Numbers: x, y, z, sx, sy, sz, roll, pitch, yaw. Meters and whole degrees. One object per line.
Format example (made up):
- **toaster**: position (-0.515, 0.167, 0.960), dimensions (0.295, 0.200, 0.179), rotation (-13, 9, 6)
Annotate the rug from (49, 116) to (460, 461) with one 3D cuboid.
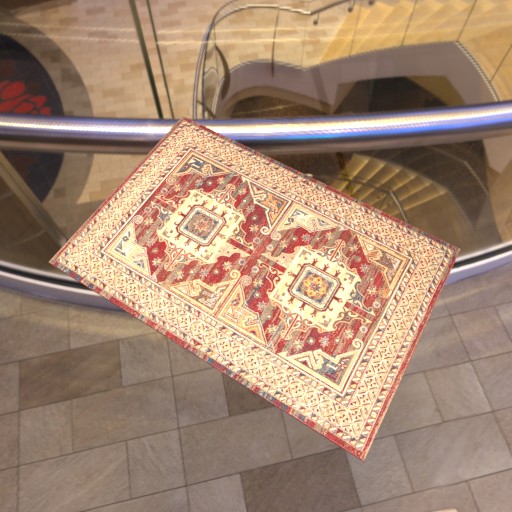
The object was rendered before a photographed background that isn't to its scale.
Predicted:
- **rug**: position (0.000, 0.000, 5.906), dimensions (4.578, 0.033, 3.033), rotation (29, 66, 14)
